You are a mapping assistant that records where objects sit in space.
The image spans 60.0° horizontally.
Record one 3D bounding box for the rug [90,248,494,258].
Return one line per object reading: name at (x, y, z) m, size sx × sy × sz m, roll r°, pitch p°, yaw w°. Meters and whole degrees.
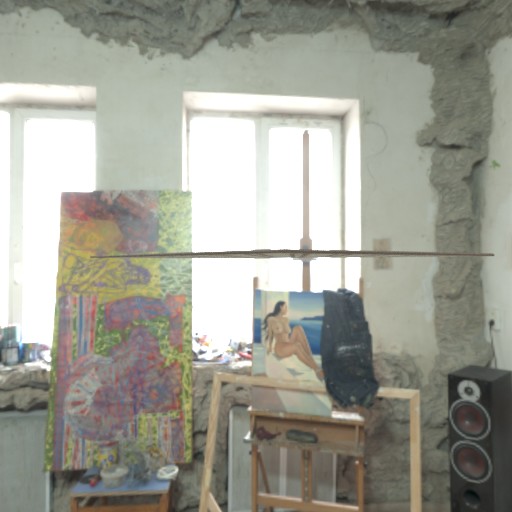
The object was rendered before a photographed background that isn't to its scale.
rug at (0.000, 0.000, 2.079) m, size 1.066 × 0.011 × 1.677 m, roll 1°, pitch -1°, yaw -36°
